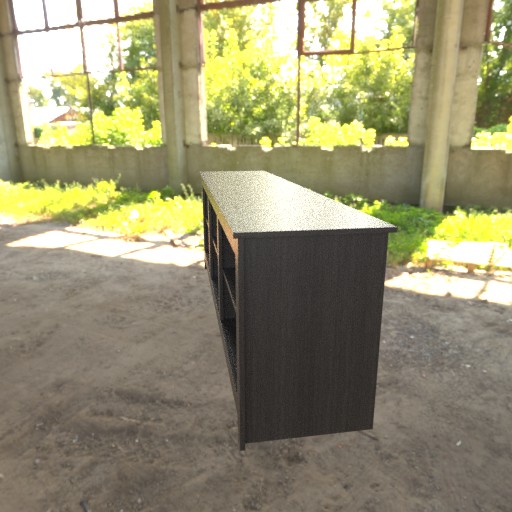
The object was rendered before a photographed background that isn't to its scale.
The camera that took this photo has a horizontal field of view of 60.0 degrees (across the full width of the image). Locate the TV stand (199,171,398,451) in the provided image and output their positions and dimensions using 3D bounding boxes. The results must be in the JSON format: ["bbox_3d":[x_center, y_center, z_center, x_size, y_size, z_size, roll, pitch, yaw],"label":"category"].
[{"bbox_3d":[0.000,0.000,1.982,0.406,0.610,1.778,-3,16,-9],"label":"TV stand"}]
